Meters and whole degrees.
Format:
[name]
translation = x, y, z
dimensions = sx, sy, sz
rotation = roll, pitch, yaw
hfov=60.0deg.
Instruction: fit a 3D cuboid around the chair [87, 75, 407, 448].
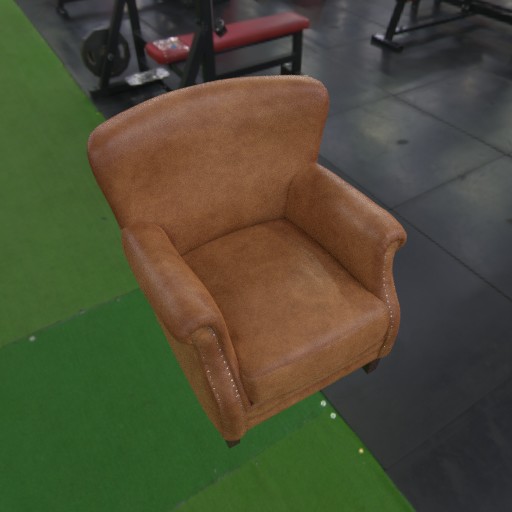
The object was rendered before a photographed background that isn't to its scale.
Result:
[chair]
translation = 0.000, 0.000, 1.590
dimensions = 0.861, 0.936, 0.921
rotation = -22, 49, -20
